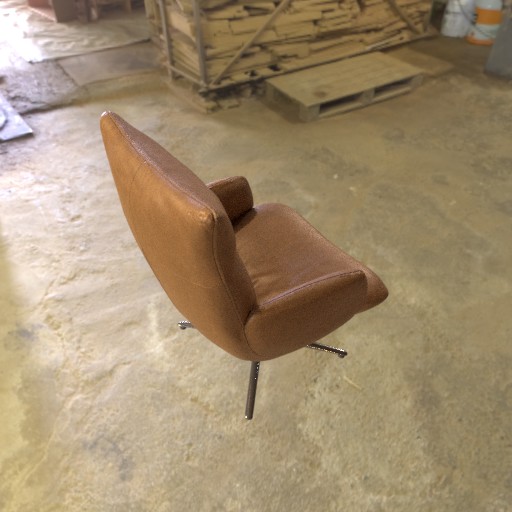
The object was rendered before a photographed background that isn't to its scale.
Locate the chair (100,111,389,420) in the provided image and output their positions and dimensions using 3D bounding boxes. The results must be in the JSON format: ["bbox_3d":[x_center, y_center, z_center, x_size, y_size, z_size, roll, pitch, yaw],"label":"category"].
[{"bbox_3d":[0.000,0.000,1.571,0.794,1.027,0.711,-26,48,-25],"label":"chair"}]
